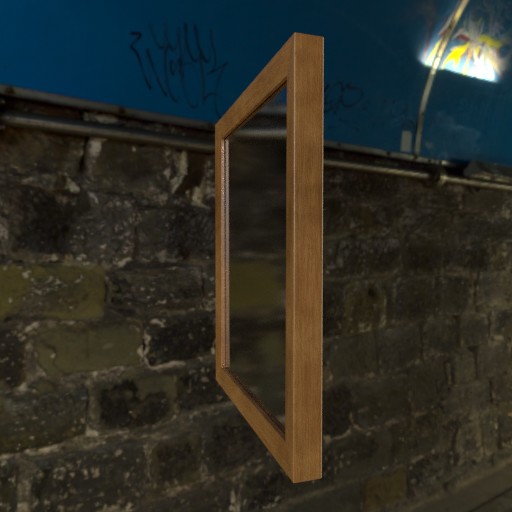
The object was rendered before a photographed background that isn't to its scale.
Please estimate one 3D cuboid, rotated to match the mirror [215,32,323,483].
[{"bbox_3d":[0.000,0.000,0.697,0.041,0.508,0.405,-1,2,-18],"label":"mirror"}]
